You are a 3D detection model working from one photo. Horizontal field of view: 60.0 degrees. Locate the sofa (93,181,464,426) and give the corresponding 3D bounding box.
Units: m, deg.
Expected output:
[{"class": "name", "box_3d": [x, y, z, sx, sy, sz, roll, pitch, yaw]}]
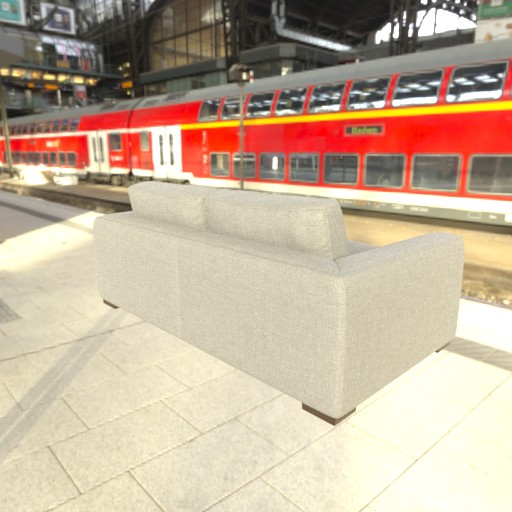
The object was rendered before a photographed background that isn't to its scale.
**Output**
[{"class": "sofa", "box_3d": [0.000, 0.000, 2.504, 1.069, 0.800, 1.920, -13, 19, -43]}]
